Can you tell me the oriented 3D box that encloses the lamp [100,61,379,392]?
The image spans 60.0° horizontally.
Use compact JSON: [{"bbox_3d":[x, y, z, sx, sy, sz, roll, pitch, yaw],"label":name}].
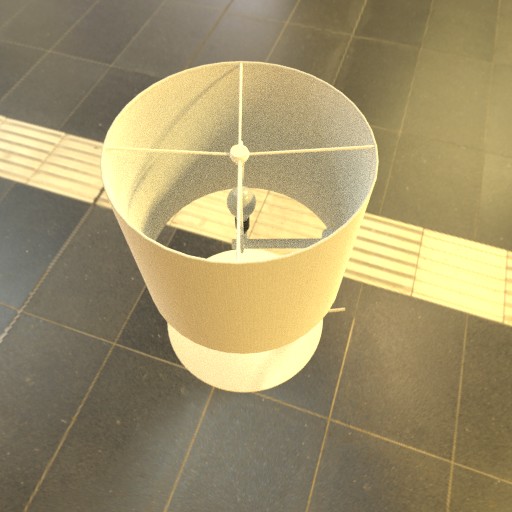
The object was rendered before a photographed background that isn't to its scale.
[{"bbox_3d":[0.000,0.000,0.675,0.341,0.454,0.299,0,58,0],"label":"lamp"}]
